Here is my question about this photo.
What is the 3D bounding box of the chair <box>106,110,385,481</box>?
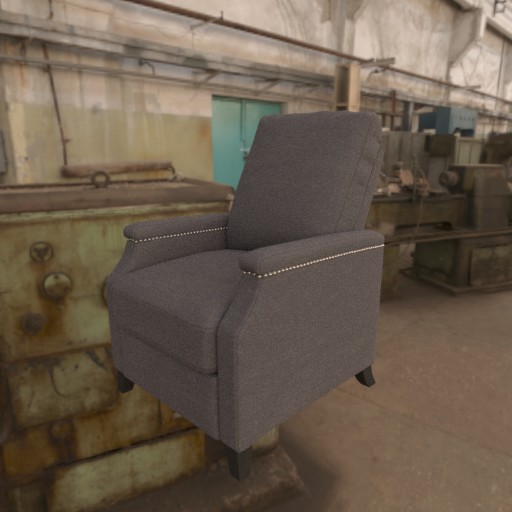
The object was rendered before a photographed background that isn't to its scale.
[{"bbox_3d":[0.000,0.000,1.644,0.710,1.049,0.922,14,20,43],"label":"chair"}]
